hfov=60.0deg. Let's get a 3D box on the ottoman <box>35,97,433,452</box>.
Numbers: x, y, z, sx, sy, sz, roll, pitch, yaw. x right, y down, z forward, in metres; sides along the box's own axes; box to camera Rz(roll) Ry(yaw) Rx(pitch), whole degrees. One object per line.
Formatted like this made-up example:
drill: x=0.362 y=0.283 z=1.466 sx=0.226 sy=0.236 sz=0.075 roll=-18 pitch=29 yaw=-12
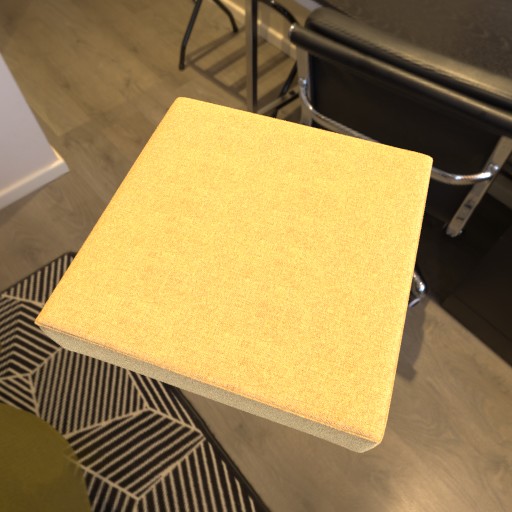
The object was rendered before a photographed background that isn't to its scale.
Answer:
ottoman: x=0.000 y=0.000 z=1.494 sx=0.970 sy=0.378 sz=0.981 roll=16 pitch=61 yaw=9
